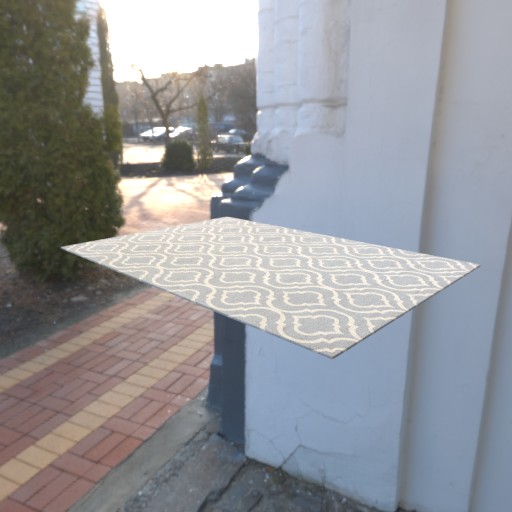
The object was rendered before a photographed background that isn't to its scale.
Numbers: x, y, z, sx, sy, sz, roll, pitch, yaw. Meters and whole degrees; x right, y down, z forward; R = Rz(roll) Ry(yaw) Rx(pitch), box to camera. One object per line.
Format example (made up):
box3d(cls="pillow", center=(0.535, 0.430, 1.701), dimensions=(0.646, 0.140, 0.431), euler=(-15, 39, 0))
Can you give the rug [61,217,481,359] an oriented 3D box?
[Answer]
box3d(cls="rug", center=(0.000, 0.000, 2.651), dimensions=(2.080, 0.010, 1.451), euler=(15, 21, 42))
